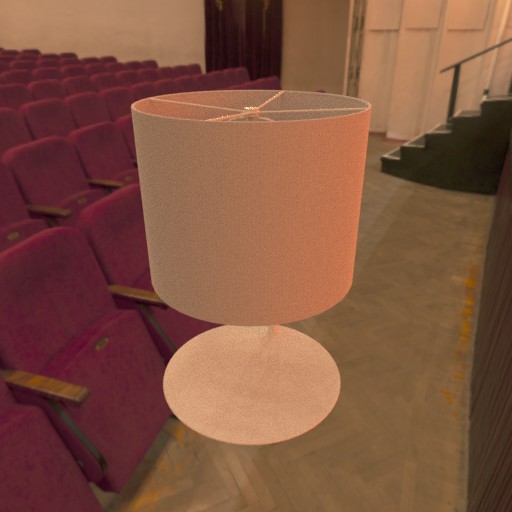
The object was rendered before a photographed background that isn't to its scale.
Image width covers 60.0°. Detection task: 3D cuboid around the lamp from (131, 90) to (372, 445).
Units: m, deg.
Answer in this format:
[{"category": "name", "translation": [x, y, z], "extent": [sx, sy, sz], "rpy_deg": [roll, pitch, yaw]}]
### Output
[{"category": "lamp", "translation": [0.000, 0.000, 0.681], "extent": [0.299, 0.454, 0.341], "rpy_deg": [9, 27, 17]}]
